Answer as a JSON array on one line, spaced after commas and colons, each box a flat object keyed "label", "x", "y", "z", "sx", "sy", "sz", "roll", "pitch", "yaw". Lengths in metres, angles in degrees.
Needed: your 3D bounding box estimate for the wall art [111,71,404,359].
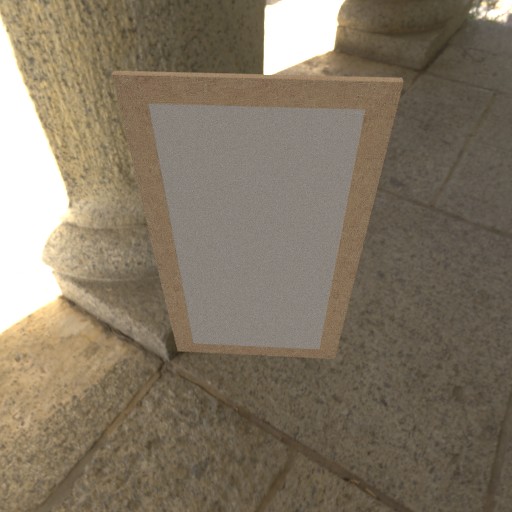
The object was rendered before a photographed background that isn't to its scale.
[{"label": "wall art", "x": 0.000, "y": 0.000, "z": 0.828, "sx": 0.381, "sy": 0.683, "sz": 0.013, "roll": 2, "pitch": 47, "yaw": 2}]
